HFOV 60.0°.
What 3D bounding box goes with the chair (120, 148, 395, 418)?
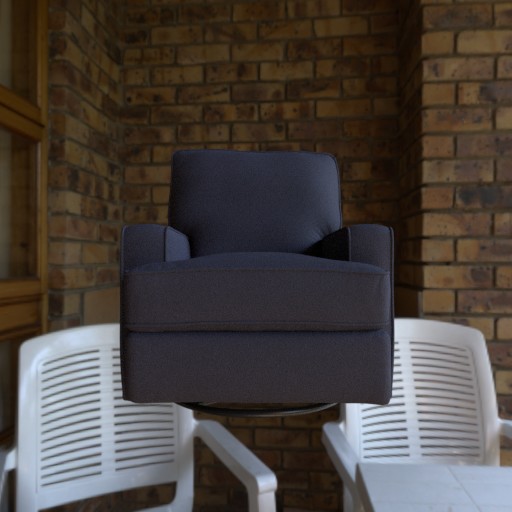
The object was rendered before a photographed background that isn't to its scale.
[{"bbox_3d":[0.000,0.000,1.700,0.861,0.962,0.964,0,-1,-1],"label":"chair"}]
